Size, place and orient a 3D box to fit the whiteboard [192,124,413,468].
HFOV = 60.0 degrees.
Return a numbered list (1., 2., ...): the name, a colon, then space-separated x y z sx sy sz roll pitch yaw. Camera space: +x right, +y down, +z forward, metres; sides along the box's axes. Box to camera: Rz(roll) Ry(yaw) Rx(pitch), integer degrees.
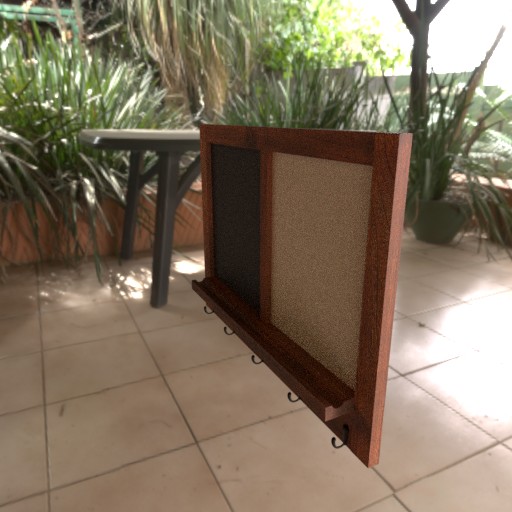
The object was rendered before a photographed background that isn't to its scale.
1. whiteboard: 0.000 0.000 0.991 0.083 0.553 0.768 -9 20 -26
